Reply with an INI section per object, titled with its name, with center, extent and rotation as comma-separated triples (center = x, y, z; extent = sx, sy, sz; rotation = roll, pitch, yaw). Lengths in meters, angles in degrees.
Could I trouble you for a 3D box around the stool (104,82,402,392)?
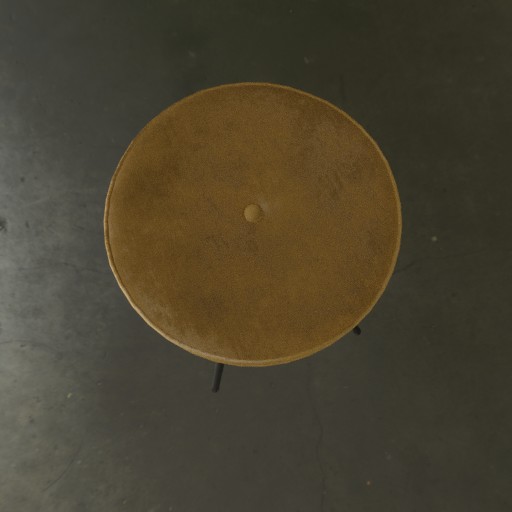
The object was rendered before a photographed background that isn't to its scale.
[stool]
center = 0.000, 0.000, 0.905
extent = 0.438, 0.595, 0.472
rotation = -18, 77, -4
